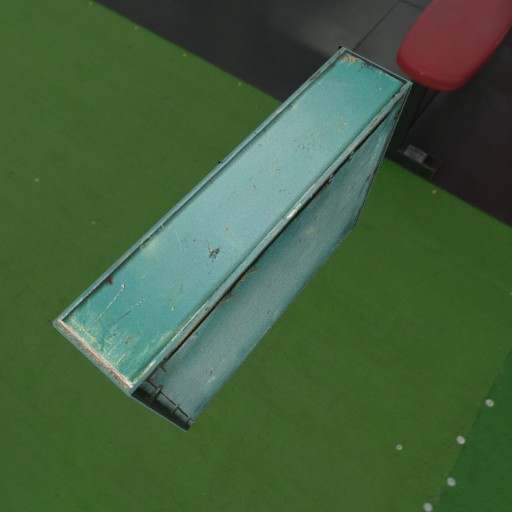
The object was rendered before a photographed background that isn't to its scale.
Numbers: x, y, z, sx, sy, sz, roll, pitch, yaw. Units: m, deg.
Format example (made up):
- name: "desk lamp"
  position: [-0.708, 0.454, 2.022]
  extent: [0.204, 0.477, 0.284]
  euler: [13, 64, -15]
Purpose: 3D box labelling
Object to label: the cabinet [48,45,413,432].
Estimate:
- name: "cabinet"
  position: [0.000, 0.000, 3.959]
  extent: [0.680, 2.160, 3.001]
  euler: [36, 69, 16]
